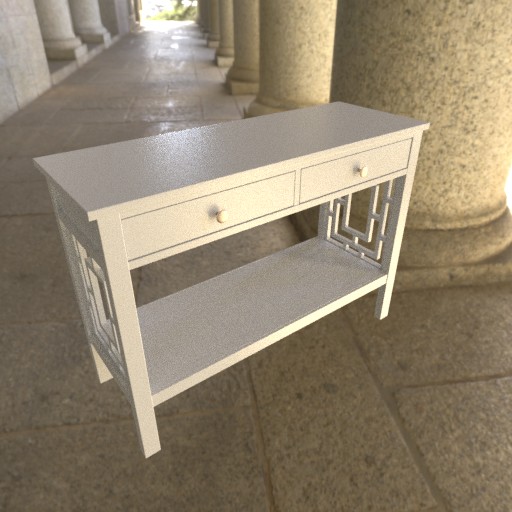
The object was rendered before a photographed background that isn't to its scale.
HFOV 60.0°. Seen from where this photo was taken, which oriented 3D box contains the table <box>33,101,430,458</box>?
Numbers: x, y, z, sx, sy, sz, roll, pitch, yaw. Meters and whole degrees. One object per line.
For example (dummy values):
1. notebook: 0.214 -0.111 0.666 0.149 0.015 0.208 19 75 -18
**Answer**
1. table: 0.000 0.000 1.415 1.068 0.753 0.397 -21 37 -31
